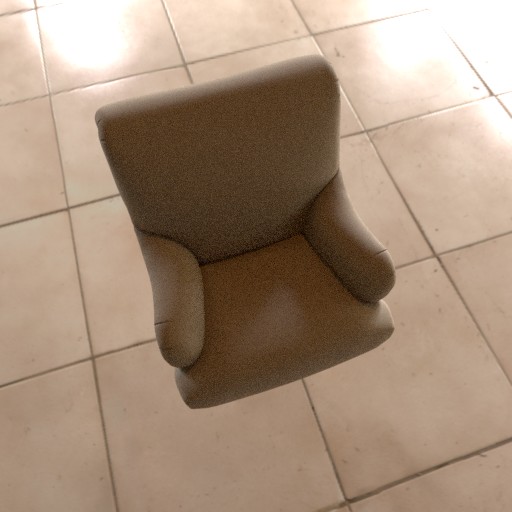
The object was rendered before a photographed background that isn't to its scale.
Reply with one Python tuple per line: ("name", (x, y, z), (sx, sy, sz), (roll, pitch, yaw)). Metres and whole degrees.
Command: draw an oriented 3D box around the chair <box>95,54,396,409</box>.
("chair", (0.000, 0.000, 1.542), (0.766, 0.942, 0.842), (-17, 65, -8))
